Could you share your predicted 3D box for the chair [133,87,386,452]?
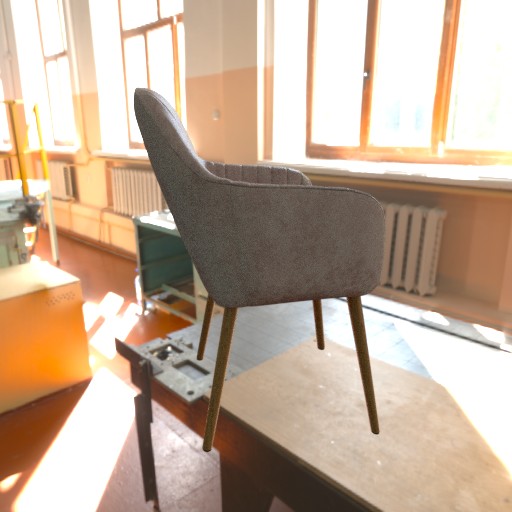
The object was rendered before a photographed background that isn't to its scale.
[{"bbox_3d":[0.000,0.000,1.203,0.570,0.832,0.610,-3,16,-9],"label":"chair"}]
